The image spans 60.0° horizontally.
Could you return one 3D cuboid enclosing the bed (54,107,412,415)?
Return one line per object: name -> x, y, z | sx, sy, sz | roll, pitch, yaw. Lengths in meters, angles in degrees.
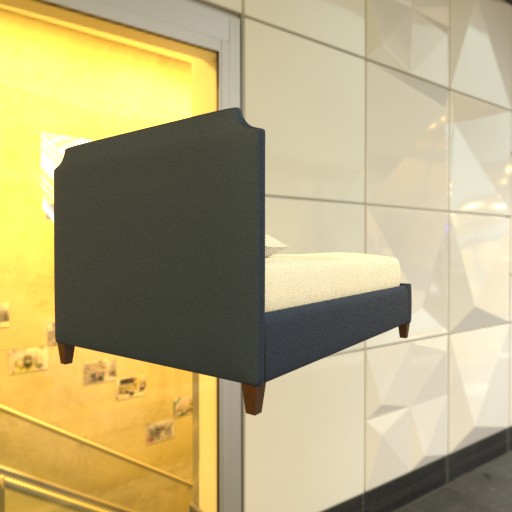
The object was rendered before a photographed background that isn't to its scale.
bed -> 0.000, 0.000, 3.426 | 1.712, 1.443, 2.372 | 0, 1, 36
